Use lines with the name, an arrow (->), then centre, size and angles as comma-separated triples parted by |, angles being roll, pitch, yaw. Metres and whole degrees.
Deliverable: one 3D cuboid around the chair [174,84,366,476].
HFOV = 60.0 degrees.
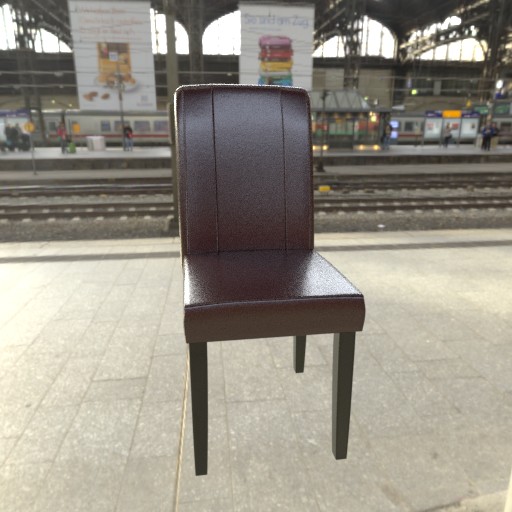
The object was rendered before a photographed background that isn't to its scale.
chair -> 0.000, 0.000, 1.173 | 0.399, 0.897, 0.556 | -2, 16, -9
